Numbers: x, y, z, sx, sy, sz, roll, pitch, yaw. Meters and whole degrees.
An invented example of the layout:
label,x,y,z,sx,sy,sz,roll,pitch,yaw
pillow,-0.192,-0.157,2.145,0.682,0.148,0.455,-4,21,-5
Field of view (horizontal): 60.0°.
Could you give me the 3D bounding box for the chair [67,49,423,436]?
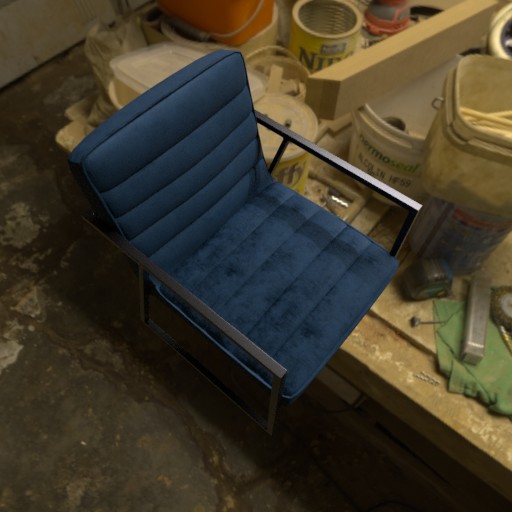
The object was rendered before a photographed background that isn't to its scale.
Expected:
label,x,y,z,sx,sy,sz,roll,pitch,yaw
chair,0.000,0.000,1.270,0.677,0.833,0.571,36,65,20
